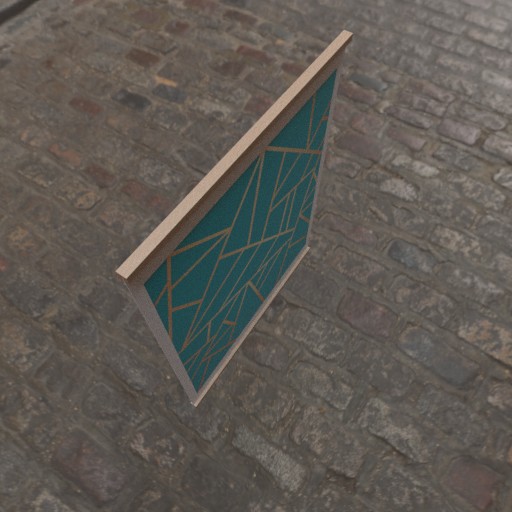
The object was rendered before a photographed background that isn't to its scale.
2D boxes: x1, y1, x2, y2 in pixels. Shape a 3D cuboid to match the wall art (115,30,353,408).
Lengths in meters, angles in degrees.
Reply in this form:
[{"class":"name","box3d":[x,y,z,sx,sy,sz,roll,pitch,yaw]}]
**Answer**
[{"class":"wall art","box3d":[0.000,0.000,0.674,0.012,0.508,0.405,30,64,16]}]
